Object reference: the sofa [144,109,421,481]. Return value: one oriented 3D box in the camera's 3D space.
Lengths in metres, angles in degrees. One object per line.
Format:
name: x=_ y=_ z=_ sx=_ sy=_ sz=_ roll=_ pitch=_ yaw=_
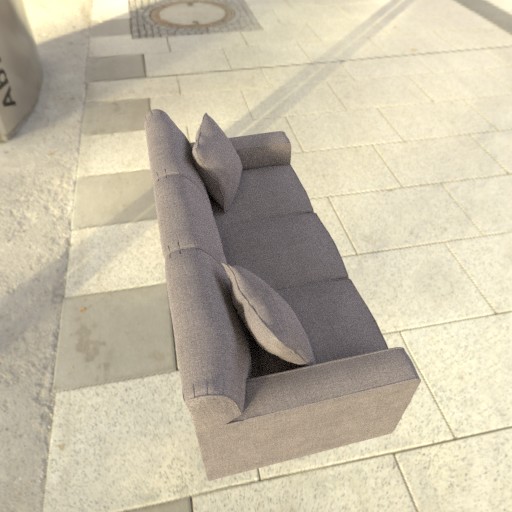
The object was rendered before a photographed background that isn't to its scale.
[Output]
sofa: x=0.000 y=0.000 z=2.539 sx=0.997 sy=0.958 sz=2.024 roll=-10 pitch=47 yaw=-10
